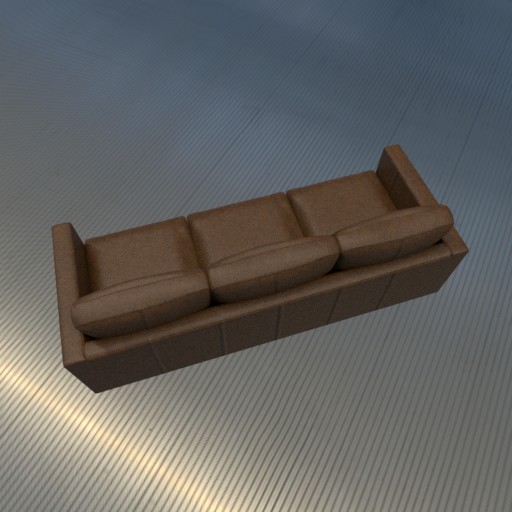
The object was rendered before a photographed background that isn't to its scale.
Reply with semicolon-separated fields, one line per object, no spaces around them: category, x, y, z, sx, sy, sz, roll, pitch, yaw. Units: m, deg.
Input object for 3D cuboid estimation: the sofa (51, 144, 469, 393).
sofa;0.000;0.000;2.717;2.231;0.930;0.903;-15;60;-9
